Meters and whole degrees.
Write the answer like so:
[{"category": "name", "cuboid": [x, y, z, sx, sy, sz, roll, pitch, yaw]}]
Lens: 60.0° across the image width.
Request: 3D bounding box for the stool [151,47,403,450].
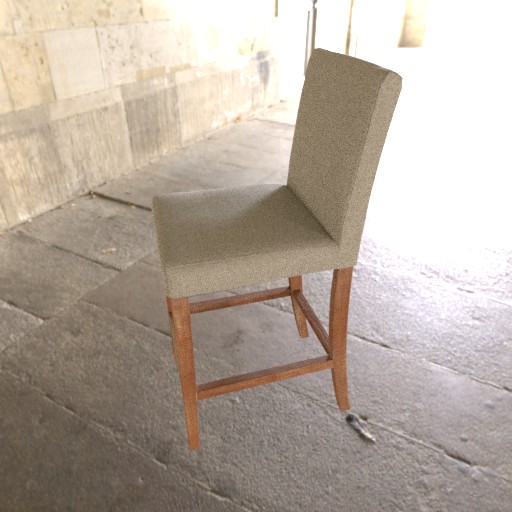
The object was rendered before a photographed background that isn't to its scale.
[{"category": "stool", "cuboid": [0.000, 0.000, 1.334, 0.570, 1.088, 0.439, -8, 32, -13]}]
